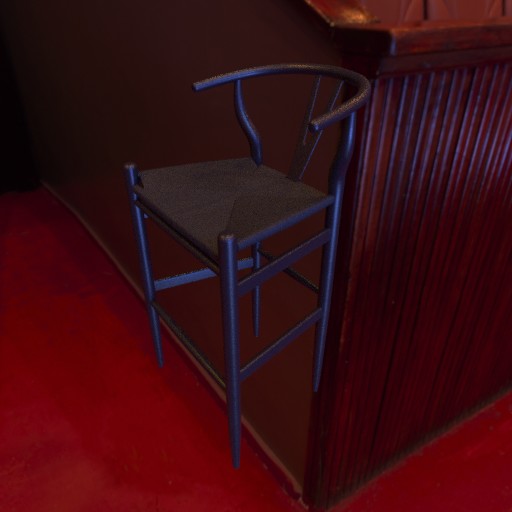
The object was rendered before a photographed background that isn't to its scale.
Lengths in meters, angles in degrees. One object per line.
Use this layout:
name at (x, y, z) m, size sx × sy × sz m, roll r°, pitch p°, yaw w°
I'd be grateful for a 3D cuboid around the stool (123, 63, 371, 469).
stool at (0.000, 0.000, 1.408) m, size 0.579 × 1.072 × 0.569 m, roll -21°, pitch 37°, yaw -30°
